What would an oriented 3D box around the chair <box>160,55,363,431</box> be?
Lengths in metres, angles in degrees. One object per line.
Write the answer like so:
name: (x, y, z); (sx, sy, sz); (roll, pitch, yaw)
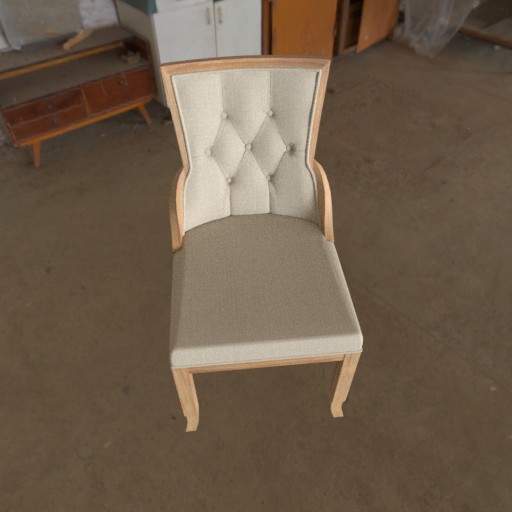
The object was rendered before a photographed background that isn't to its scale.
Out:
chair: (0.000, 0.000, 1.344); (0.524, 0.947, 0.641); (-4, 47, -4)
